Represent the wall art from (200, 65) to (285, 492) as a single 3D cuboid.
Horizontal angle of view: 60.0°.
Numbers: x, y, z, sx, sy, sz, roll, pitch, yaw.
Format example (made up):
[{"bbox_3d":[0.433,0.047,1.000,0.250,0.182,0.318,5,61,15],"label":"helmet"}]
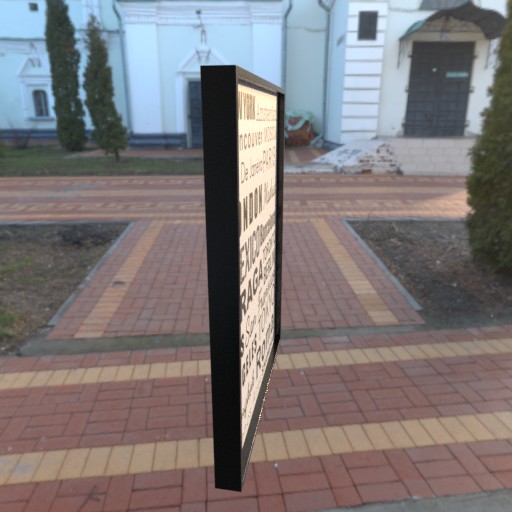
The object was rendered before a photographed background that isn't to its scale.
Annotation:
[{"bbox_3d":[0.000,0.000,0.749,0.038,0.551,0.448,3,18,10],"label":"wall art"}]
